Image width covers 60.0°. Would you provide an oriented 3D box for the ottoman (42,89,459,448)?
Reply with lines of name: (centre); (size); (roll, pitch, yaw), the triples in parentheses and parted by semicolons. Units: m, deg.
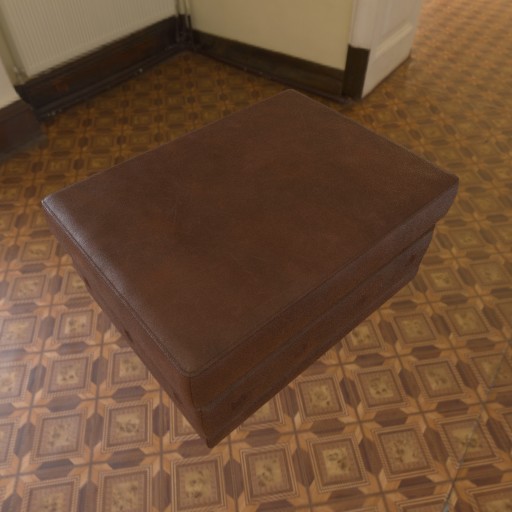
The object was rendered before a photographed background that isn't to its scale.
ottoman: (0.000, 0.000, 1.174); (0.795, 0.509, 0.588); (-33, 56, -26)
